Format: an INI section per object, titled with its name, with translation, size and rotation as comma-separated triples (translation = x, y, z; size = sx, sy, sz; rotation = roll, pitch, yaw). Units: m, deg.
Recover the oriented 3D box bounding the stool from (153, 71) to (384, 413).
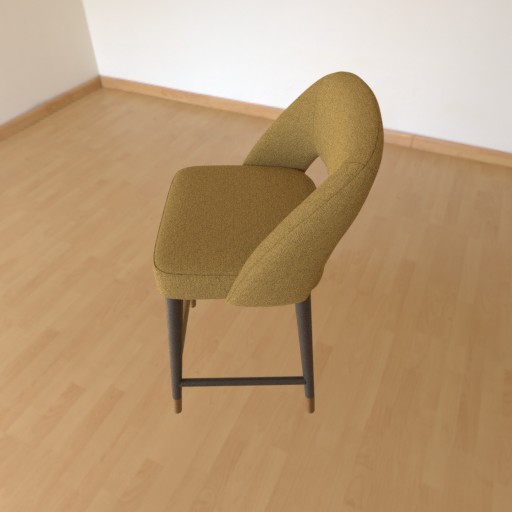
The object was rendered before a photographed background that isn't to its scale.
[stool]
translation = 0.000, 0.000, 1.254
size = 0.522, 0.939, 0.536
rotation = 0, 43, 0
